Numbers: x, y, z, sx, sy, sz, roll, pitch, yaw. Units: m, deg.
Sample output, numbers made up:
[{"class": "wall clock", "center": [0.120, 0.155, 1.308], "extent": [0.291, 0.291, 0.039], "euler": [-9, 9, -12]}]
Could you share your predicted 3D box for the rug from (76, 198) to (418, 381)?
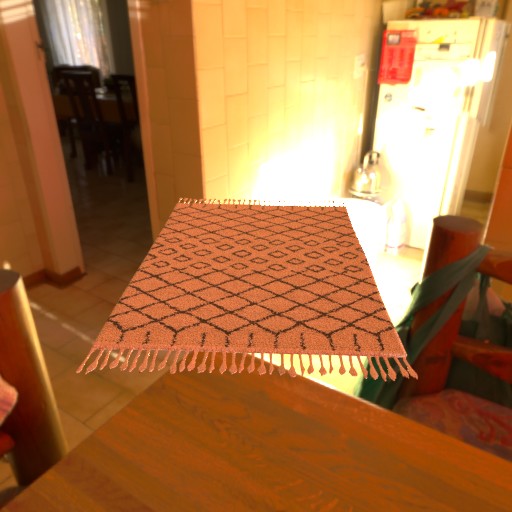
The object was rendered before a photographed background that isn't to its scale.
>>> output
[{"class": "rug", "center": [0.000, 0.000, 3.286], "extent": [1.664, 0.029, 2.615], "euler": [1, 26, 2]}]
